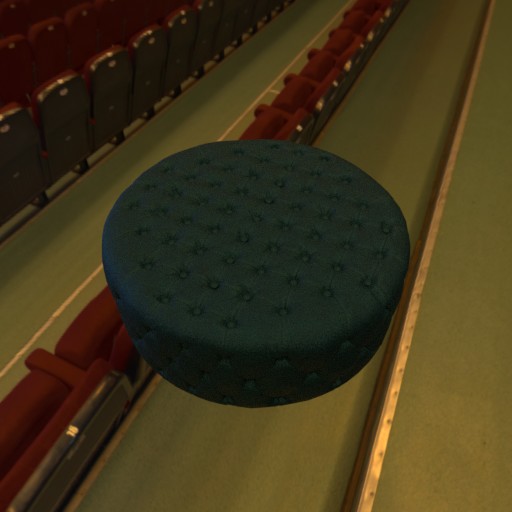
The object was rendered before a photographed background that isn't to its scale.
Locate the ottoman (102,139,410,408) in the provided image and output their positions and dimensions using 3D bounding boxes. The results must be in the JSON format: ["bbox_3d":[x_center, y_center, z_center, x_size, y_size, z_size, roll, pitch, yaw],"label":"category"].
[{"bbox_3d":[0.000,0.000,1.548,0.998,0.398,0.998,0,47,0],"label":"ottoman"}]
